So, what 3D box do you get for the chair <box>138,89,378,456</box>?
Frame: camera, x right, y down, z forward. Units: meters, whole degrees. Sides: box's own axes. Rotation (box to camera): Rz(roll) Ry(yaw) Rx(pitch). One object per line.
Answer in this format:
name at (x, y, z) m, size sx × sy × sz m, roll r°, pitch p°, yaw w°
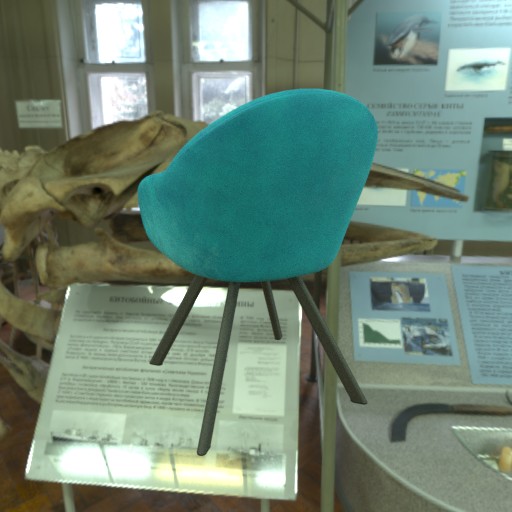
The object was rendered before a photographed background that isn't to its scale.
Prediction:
chair at (0.000, 0.000, 1.193) m, size 0.550 × 0.795 × 0.590 m, roll -7°, pitch 16°, yaw -25°
